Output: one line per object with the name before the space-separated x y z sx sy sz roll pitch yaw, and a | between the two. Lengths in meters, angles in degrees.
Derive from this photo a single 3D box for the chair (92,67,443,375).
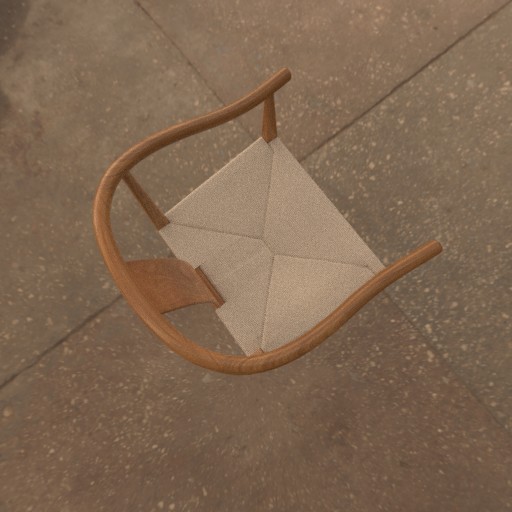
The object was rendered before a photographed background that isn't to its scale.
chair | 0.000 0.000 1.198 0.579 0.800 0.556 -35 78 -8
